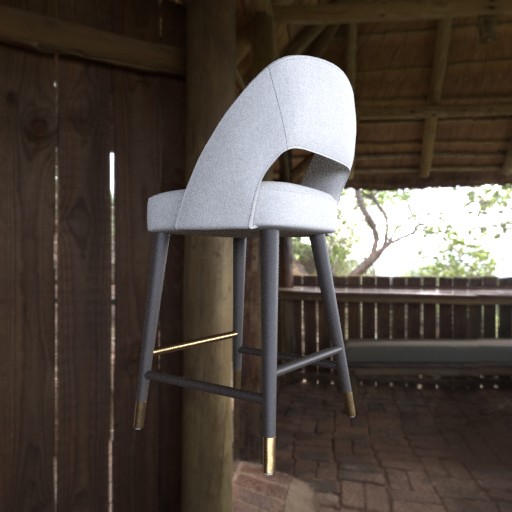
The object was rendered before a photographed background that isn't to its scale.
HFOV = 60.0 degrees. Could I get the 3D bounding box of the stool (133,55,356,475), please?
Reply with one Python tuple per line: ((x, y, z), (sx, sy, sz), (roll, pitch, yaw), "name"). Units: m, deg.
((0.000, 0.000, 1.243), (0.509, 0.940, 0.494), (0, 0, 36), "stool")
